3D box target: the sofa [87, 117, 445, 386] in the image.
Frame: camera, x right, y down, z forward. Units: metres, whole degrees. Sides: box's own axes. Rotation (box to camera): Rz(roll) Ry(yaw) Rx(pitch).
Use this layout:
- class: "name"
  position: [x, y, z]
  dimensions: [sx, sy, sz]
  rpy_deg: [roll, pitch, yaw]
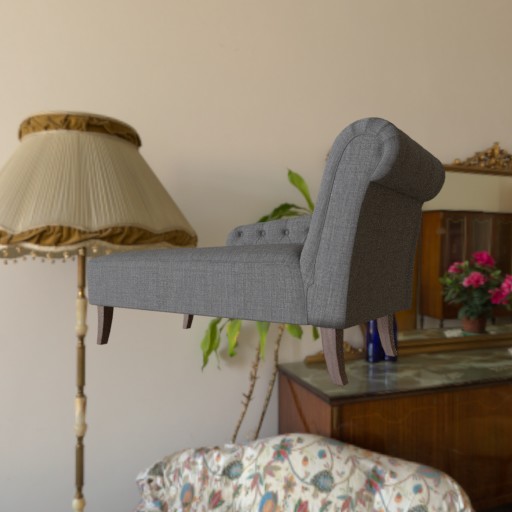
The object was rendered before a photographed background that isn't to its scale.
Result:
- class: "sofa"
  position: [0.000, 0.000, 1.840]
  dimensions: [1.379, 0.787, 0.675]
  rpy_deg: [0, 0, 35]
